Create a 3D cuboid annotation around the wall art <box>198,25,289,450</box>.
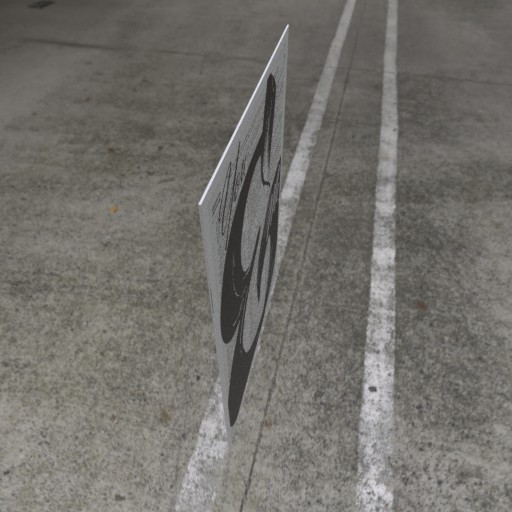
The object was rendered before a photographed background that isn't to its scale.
[{"bbox_3d":[0.000,0.000,0.780,0.003,0.609,0.457,10,47,9],"label":"wall art"}]
